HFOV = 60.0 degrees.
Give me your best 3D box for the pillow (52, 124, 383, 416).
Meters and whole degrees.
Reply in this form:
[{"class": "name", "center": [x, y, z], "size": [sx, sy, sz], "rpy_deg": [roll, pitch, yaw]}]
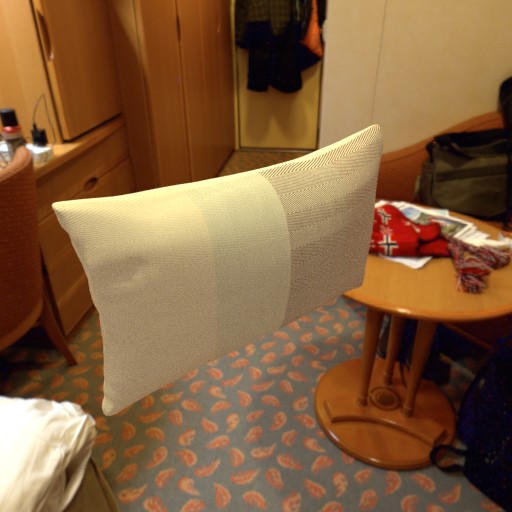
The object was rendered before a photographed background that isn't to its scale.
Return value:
[{"class": "pillow", "center": [0.000, 0.000, 0.641], "size": [0.506, 0.305, 0.139], "rpy_deg": [-21, 36, -32]}]
